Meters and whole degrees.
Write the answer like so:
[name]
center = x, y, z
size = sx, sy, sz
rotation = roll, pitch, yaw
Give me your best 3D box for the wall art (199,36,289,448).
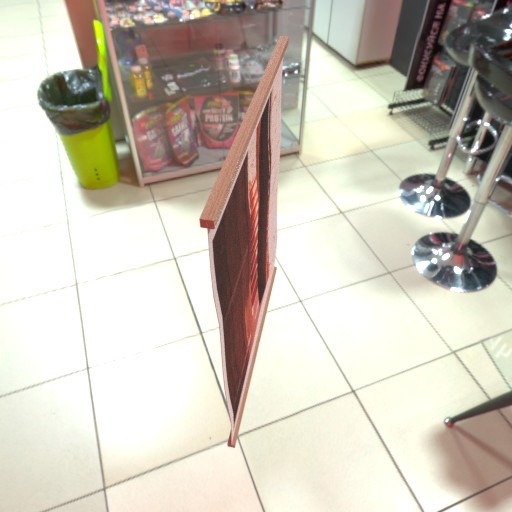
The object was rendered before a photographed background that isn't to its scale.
[wall art]
center = 0.000, 0.000, 0.691
size = 0.013, 0.508, 0.406
rotation = 9, 47, 8
